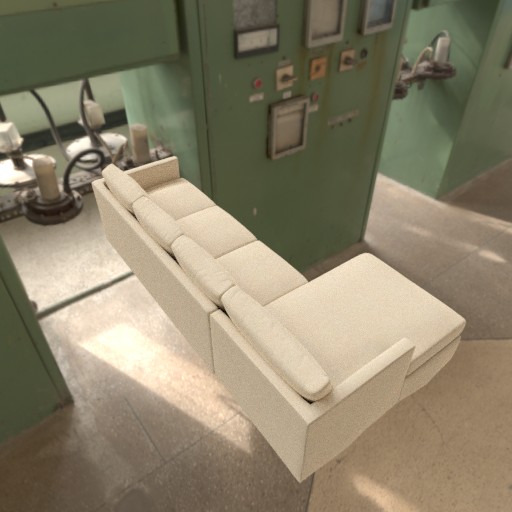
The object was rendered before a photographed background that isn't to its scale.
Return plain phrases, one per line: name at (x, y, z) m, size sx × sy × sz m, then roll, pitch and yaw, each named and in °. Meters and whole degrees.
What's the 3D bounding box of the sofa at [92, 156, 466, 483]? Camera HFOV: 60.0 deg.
sofa at (0.000, 0.000, 3.891) m, size 1.650 × 0.922 × 3.205 m, roll -26°, pitch 46°, yaw -27°
